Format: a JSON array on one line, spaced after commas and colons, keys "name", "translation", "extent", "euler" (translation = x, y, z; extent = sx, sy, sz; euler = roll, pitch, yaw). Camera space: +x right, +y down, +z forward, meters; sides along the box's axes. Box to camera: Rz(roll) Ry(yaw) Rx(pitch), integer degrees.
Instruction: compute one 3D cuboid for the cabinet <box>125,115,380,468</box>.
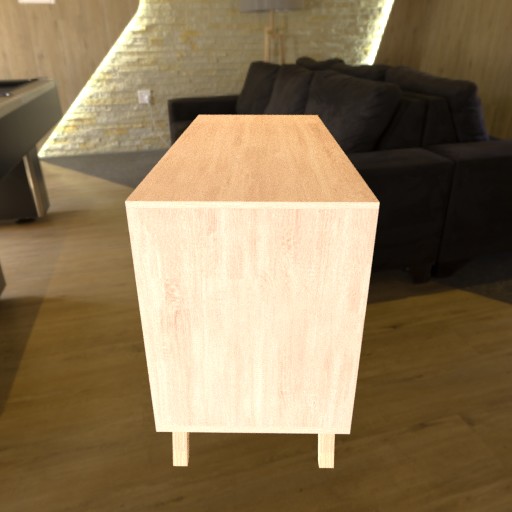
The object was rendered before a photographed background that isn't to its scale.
[{"name": "cabinet", "translation": [0.000, 0.000, 1.540], "extent": [0.500, 0.780, 1.110], "euler": [0, 26, 1]}]
